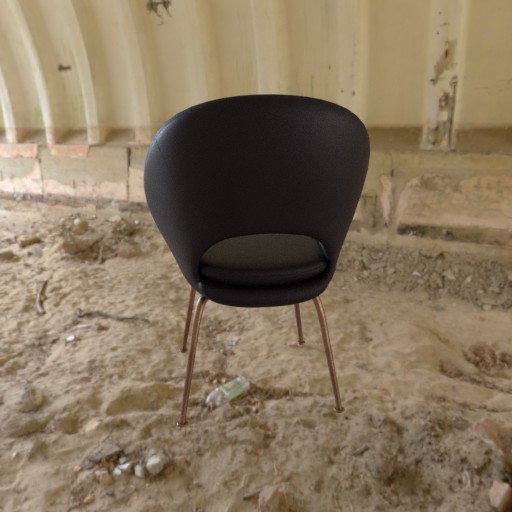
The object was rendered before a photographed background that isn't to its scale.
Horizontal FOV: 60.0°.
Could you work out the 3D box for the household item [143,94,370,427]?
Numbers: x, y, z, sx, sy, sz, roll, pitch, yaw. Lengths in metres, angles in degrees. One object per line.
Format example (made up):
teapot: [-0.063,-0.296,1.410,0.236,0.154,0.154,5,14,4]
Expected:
household item: [0.000,0.000,1.312,0.623,0.852,0.573,-2,15,-8]
